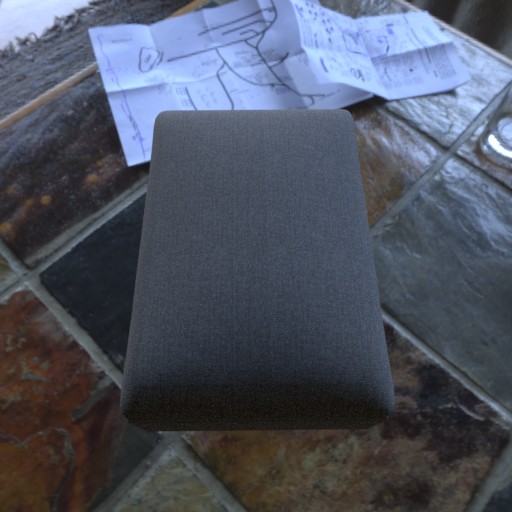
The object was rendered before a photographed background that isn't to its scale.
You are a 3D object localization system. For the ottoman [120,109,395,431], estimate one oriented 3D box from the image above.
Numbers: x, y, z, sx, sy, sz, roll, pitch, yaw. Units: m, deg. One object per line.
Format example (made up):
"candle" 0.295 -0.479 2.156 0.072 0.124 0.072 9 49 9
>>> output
"ottoman" 0.000 0.000 1.452 0.711 0.483 1.041 -1 63 0
